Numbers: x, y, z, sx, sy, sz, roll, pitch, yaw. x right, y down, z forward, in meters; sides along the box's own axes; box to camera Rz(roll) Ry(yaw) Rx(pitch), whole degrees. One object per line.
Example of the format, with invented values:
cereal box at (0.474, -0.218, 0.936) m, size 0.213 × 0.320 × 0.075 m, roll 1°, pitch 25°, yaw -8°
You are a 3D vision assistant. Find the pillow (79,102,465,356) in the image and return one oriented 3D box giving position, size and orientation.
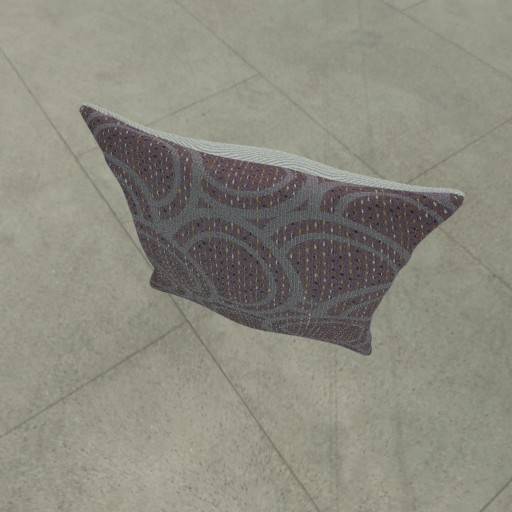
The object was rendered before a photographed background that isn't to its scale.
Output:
pillow at (0.000, 0.000, 0.773) m, size 0.514 × 0.513 × 0.163 m, roll 16°, pitch 59°, yaw 10°
